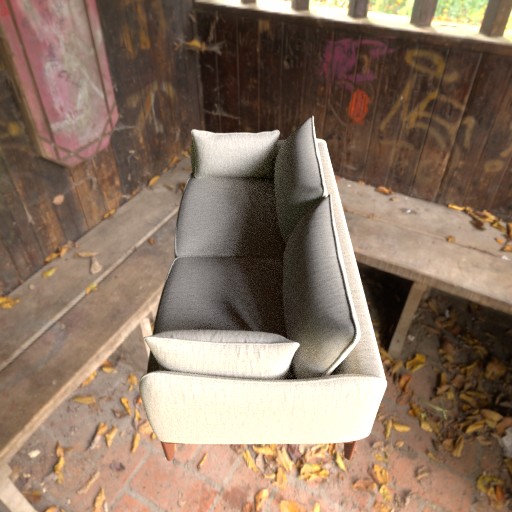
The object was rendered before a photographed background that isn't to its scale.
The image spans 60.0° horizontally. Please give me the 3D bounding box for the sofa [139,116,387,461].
[{"bbox_3d":[0.000,0.000,2.495,0.991,0.860,1.989,0,42,0],"label":"sofa"}]
